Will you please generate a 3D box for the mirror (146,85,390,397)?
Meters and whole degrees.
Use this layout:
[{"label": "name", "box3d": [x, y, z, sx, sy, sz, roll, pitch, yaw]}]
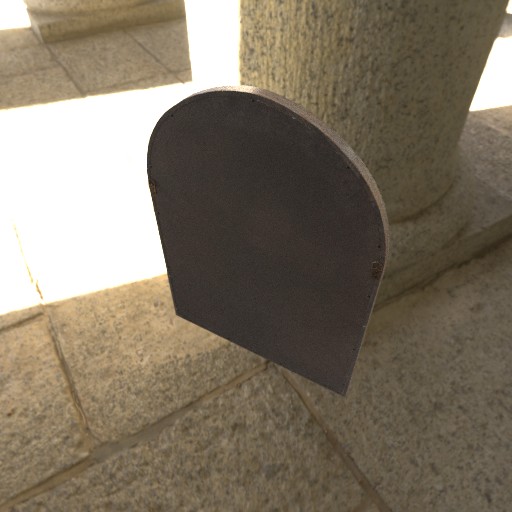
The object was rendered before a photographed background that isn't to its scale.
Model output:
[{"label": "mirror", "box3d": [0.000, 0.000, 1.195, 0.660, 0.920, 0.032, 22, 49, 20]}]
